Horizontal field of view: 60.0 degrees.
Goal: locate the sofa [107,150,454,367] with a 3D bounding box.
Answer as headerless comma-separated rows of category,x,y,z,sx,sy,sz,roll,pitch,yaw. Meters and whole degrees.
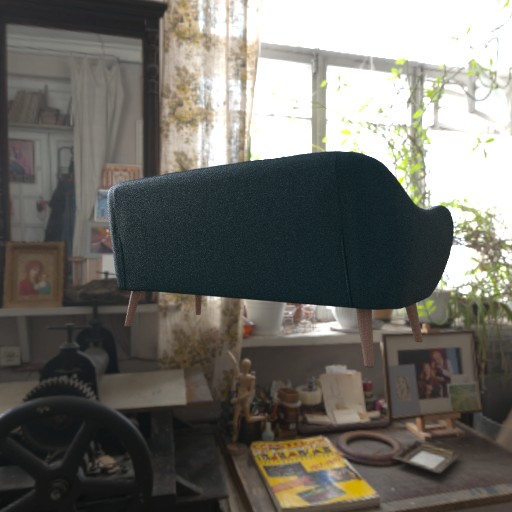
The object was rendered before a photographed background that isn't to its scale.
sofa,0.000,0.000,2.376,1.840,0.836,0.820,1,1,37
